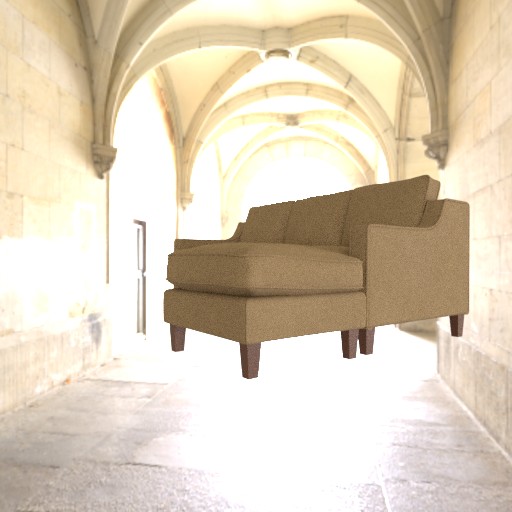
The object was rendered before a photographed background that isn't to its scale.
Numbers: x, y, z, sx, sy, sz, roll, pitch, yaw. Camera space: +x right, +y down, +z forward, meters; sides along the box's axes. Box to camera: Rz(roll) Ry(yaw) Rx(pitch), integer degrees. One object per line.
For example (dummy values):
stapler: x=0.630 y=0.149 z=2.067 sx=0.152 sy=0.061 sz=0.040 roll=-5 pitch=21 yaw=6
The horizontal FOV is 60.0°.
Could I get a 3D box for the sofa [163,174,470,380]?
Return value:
sofa: x=0.000 y=0.000 z=3.280 sx=1.858 sy=1.066 sz=2.317 roll=0 pitch=0 yaw=-36
